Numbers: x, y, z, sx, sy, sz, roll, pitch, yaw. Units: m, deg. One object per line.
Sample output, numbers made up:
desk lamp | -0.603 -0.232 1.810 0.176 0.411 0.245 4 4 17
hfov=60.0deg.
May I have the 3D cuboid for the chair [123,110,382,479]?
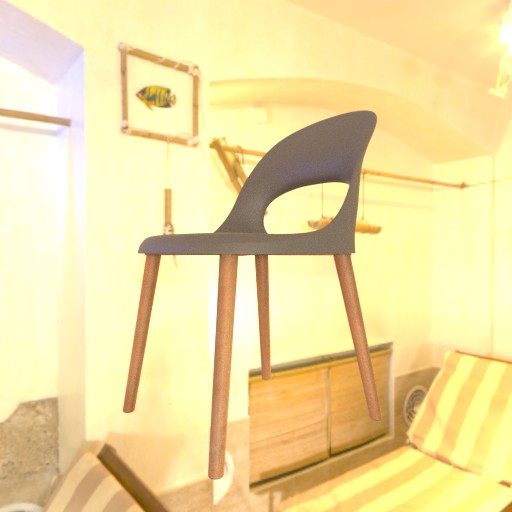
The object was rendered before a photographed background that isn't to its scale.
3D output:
chair | 0.000 0.000 1.116 0.556 0.795 0.470 -1 1 -38
